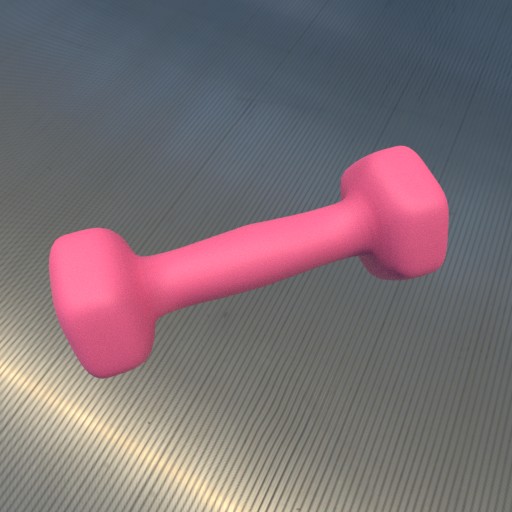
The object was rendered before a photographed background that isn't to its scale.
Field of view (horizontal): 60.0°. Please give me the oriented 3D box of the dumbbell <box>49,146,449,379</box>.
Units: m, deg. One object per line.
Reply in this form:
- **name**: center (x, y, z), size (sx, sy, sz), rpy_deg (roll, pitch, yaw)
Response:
- **dumbbell**: center (0.000, 0.000, 0.174), size (0.146, 0.053, 0.058), rpy_deg (-16, 61, -9)
